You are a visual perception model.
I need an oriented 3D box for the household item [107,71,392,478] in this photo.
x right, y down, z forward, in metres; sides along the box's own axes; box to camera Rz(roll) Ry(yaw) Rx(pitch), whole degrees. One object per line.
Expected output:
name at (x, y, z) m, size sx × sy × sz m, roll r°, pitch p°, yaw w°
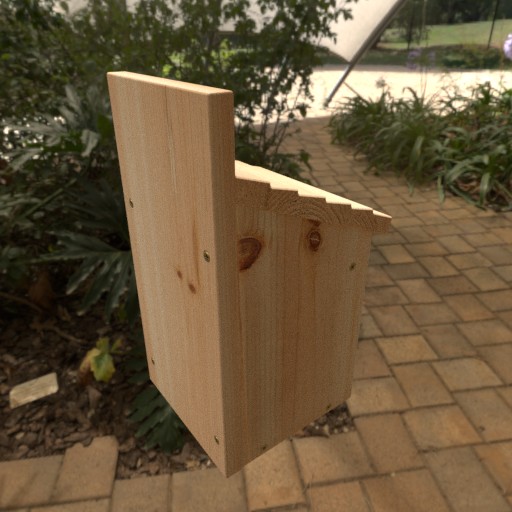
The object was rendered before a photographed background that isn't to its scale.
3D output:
household item at (0.000, 0.000, 0.392) m, size 0.171 × 0.300 × 0.149 m, roll -19°, pitch 33°, yaw -32°
